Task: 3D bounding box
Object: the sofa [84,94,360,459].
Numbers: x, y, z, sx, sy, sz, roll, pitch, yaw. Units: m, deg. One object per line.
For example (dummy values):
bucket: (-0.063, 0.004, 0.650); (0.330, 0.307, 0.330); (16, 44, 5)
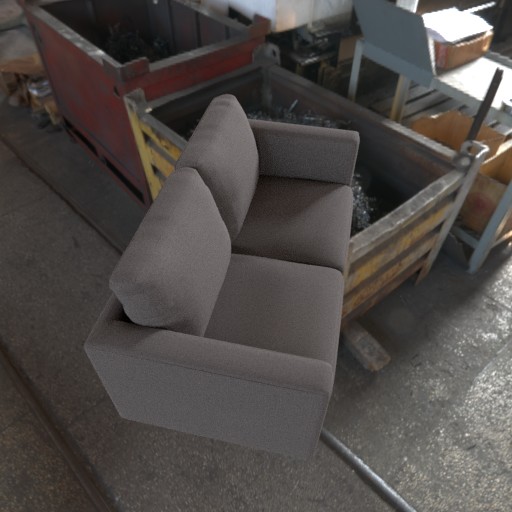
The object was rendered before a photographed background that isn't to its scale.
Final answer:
sofa: (0.000, 0.000, 1.950); (0.796, 0.908, 1.430); (9, 48, 8)
